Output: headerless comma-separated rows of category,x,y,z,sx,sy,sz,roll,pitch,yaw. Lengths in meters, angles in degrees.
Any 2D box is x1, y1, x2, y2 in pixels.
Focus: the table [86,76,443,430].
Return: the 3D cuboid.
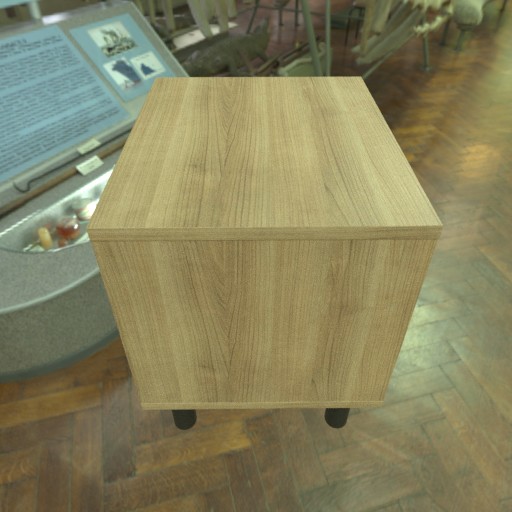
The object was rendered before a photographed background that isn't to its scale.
table,0.000,0.000,0.771,0.380,0.460,0.445,0,41,0
